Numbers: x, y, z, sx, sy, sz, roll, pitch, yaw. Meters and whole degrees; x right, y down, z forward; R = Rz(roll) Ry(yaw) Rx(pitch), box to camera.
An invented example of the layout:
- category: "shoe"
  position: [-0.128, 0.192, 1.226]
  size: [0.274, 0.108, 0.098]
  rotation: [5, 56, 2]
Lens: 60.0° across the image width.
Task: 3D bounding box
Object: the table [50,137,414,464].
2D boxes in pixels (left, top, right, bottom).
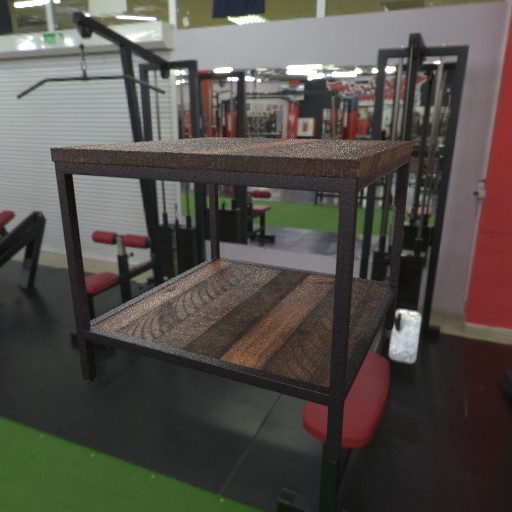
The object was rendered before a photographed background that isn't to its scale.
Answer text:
- category: "table"
  position: [0.000, 0.000, 0.982]
  size: [0.553, 0.482, 0.548]
  rotation: [8, 19, 24]
